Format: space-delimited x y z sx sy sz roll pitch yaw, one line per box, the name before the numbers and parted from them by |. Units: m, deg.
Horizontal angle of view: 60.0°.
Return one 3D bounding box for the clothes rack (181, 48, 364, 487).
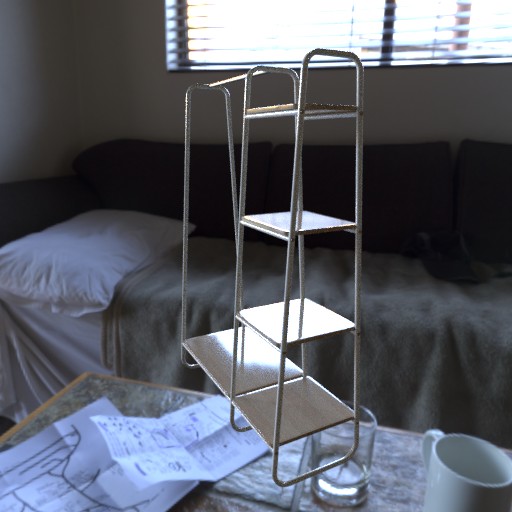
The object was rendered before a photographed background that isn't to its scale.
clothes rack | 0.000 0.000 1.932 0.400 1.500 1.011 -8 17 -27
